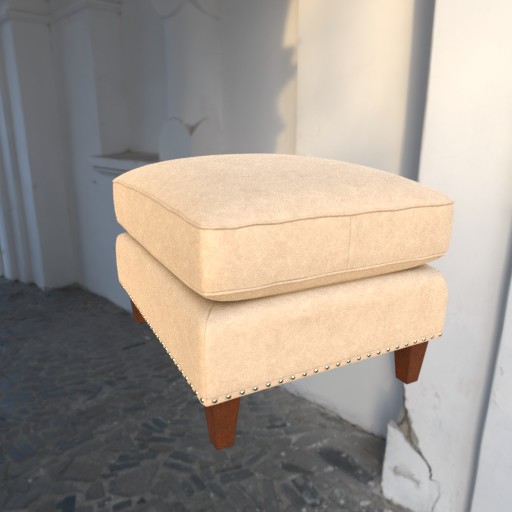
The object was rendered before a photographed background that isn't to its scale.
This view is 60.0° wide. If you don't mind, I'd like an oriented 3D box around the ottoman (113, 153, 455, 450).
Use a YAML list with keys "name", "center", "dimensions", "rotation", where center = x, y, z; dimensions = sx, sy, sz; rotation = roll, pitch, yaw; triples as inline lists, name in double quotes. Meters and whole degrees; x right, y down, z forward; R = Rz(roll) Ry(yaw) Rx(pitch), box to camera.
- name: "ottoman"
  center: [0.000, 0.000, 1.149]
  dimensions: [0.584, 0.513, 0.741]
  rotation: [-8, 18, -26]
